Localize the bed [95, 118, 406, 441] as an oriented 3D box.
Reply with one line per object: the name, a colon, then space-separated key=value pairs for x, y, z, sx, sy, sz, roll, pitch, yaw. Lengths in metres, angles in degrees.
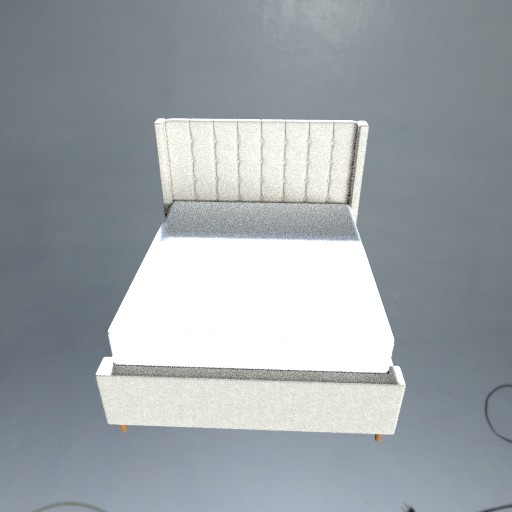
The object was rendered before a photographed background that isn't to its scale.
bed: x=0.000 y=0.000 z=3.785 sx=2.045 sy=1.743 sz=2.370 roll=1 pitch=31 yaw=2
